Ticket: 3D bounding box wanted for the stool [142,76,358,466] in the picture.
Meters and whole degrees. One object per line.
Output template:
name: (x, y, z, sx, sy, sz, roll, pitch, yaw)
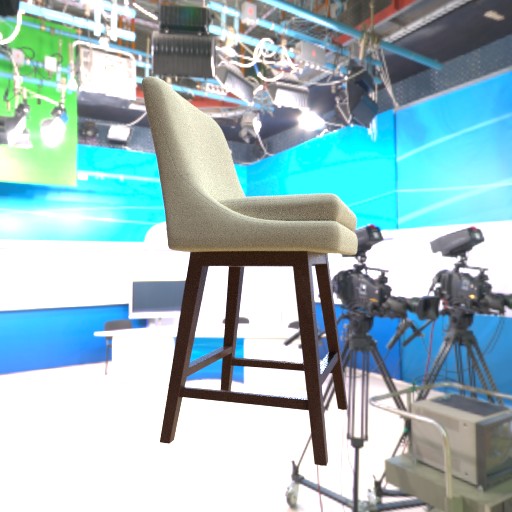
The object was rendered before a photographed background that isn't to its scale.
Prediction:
stool: (0.000, 0.000, 1.321, 0.559, 0.991, 0.483, 0, -1, 18)
